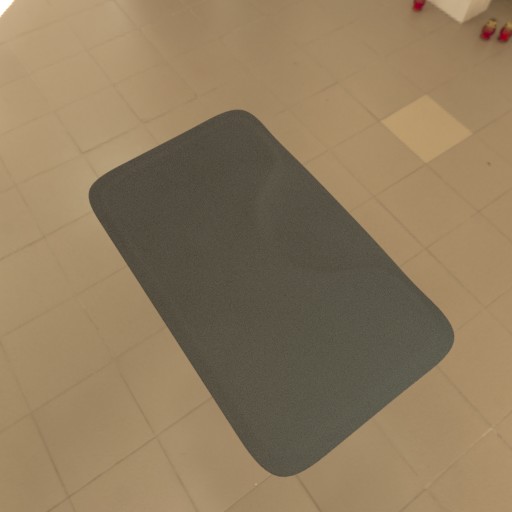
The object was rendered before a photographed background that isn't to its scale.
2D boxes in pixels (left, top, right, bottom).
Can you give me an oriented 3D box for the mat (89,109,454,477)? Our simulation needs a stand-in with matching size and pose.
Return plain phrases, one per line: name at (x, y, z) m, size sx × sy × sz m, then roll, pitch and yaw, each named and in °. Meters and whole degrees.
mat at (0.000, 0.000, 1.859) m, size 0.918 × 0.013 × 1.524 m, roll -32°, pitch 67°, yaw -15°
